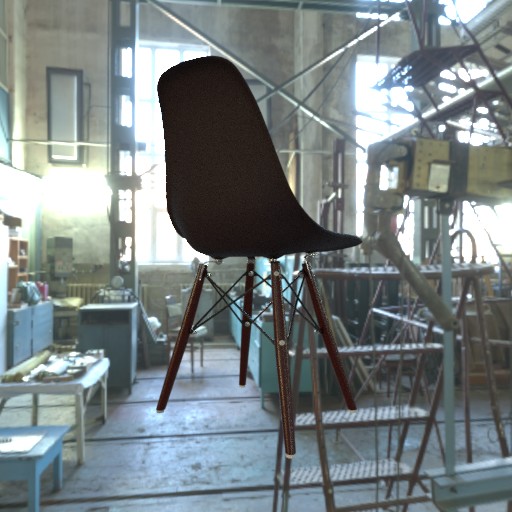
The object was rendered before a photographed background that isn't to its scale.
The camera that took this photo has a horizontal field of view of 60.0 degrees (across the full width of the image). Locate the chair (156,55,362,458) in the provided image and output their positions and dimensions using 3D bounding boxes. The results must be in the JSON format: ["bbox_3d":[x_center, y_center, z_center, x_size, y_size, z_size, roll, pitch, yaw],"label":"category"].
[{"bbox_3d":[0.000,0.000,1.155,0.470,0.826,0.533,0,-1,37],"label":"chair"}]
